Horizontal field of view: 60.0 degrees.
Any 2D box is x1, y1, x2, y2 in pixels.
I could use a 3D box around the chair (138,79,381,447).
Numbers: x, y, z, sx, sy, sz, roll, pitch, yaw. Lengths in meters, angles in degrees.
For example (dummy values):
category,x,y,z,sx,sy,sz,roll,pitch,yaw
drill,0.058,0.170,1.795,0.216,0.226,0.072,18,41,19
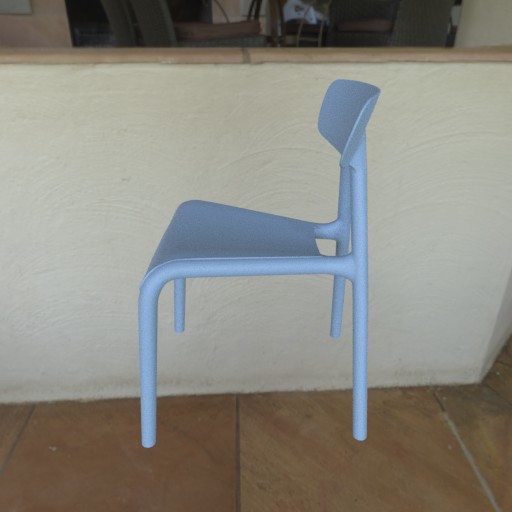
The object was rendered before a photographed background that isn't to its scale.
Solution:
category,x,y,z,sx,sy,sz,roll,pitch,yaw
chair,0.000,0.000,0.804,0.401,0.580,0.356,0,27,0
